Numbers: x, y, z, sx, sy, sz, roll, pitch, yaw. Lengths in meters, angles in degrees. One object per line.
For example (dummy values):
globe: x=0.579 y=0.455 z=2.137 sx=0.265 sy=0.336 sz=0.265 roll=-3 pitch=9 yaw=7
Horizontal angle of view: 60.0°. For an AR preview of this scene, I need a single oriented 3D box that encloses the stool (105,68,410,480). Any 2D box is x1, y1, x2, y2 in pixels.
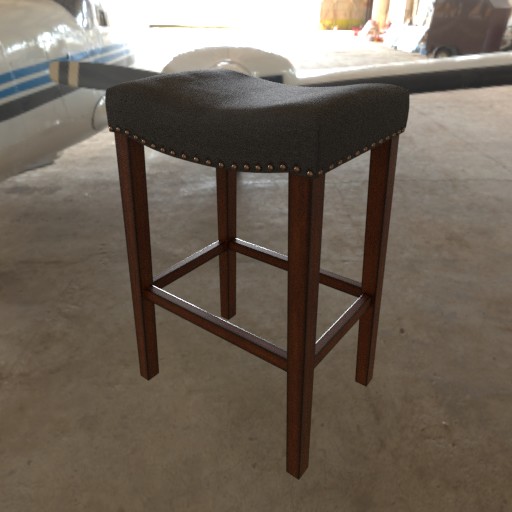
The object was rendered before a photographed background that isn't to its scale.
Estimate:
stool: x=0.000 y=0.000 z=1.005 sx=0.502 sy=0.748 sz=0.366 roll=20 pitch=35 yaw=32
